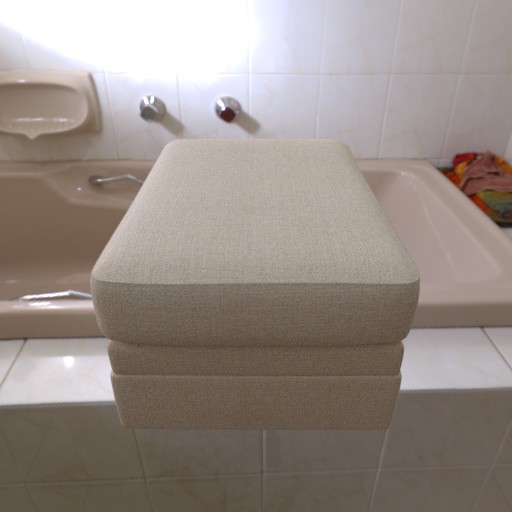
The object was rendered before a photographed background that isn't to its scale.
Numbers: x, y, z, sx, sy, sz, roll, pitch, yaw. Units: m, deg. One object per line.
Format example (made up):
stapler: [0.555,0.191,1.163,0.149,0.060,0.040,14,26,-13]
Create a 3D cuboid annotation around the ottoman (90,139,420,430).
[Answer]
ottoman: [0.000,0.000,1.257,0.637,0.478,0.885,0,31,0]
